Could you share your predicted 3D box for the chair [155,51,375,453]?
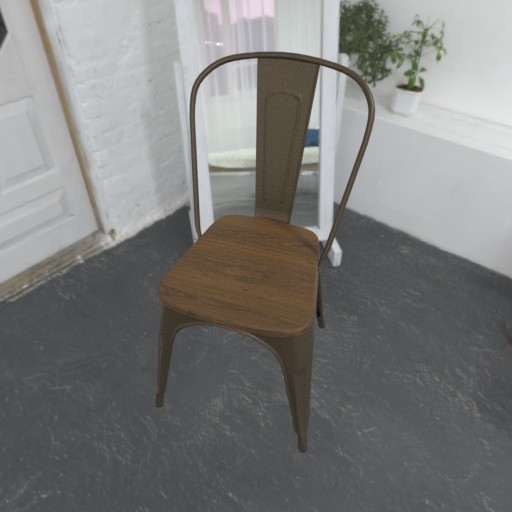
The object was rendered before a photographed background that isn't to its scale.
[{"bbox_3d":[0.000,0.000,1.142,0.451,0.844,0.532,12,43,13],"label":"chair"}]
